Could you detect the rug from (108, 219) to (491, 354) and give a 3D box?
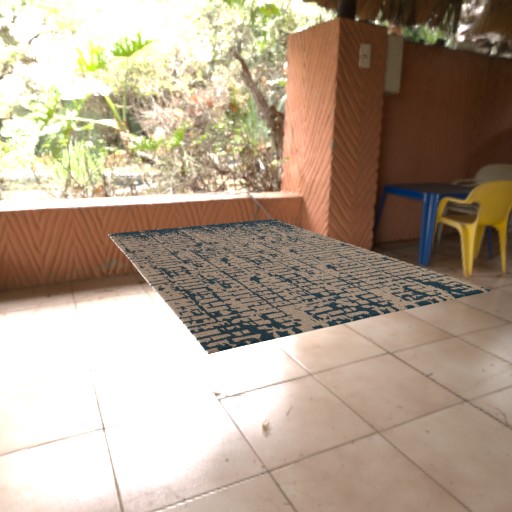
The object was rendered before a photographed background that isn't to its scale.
[{"bbox_3d":[0.000,0.000,2.323,1.220,0.007,1.828,-7,17,-26],"label":"rug"}]
